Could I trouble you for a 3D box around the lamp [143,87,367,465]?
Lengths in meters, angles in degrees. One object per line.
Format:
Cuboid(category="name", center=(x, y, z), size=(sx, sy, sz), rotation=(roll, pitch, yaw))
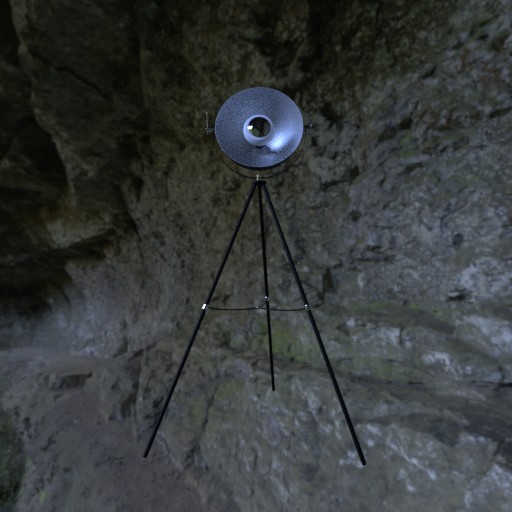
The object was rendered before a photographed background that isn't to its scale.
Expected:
Cuboid(category="lamp", center=(0.000, 0.000, 2.060), size=(0.817, 1.512, 0.920), rotation=(0, -1, 2))
